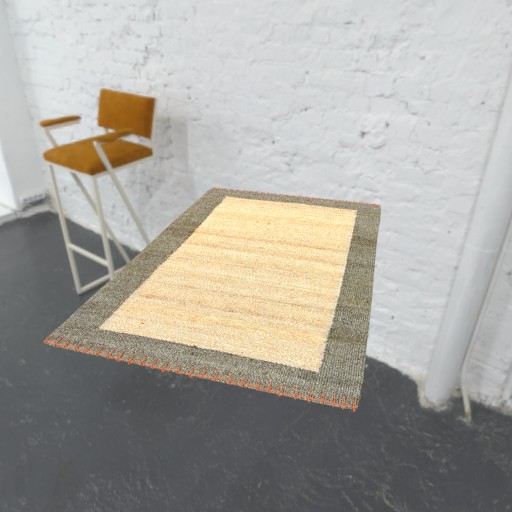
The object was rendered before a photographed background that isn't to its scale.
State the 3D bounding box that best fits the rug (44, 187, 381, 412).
[{"bbox_3d":[0.000,0.000,2.337,1.220,0.019,1.838,8,30,14],"label":"rug"}]
